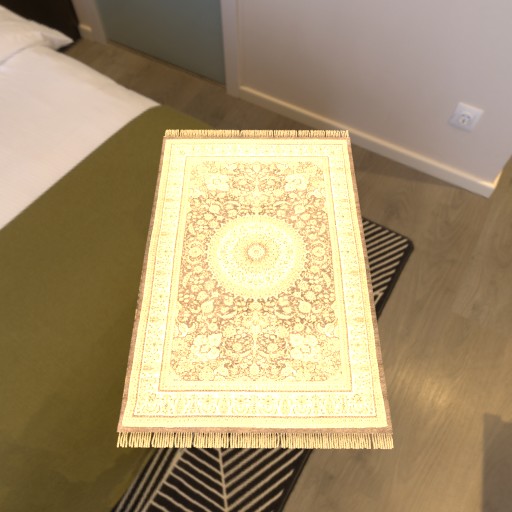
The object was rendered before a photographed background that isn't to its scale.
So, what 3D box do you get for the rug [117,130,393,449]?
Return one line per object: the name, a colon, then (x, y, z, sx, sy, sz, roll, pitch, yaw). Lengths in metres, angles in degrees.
rug: (0.000, 0.000, 4.259, 2.143, 0.015, 3.422, 0, 59, 0)
